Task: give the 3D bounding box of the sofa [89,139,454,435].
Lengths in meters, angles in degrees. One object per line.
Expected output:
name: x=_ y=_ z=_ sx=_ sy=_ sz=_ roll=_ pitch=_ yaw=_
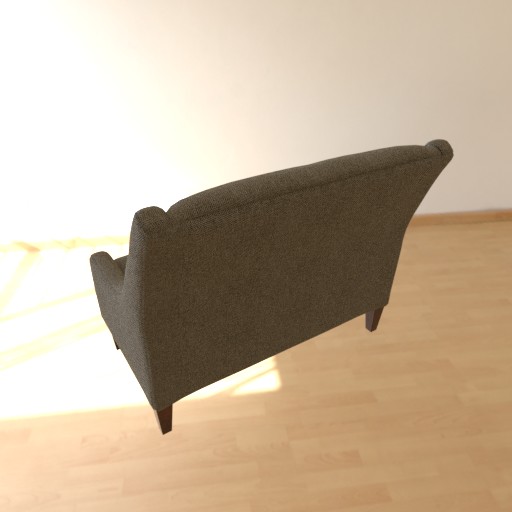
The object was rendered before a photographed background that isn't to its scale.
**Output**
sofa: x=0.000 y=0.000 z=1.917 sx=1.242 sy=1.021 sz=0.870 roll=-18 pitch=35 yaw=-28
